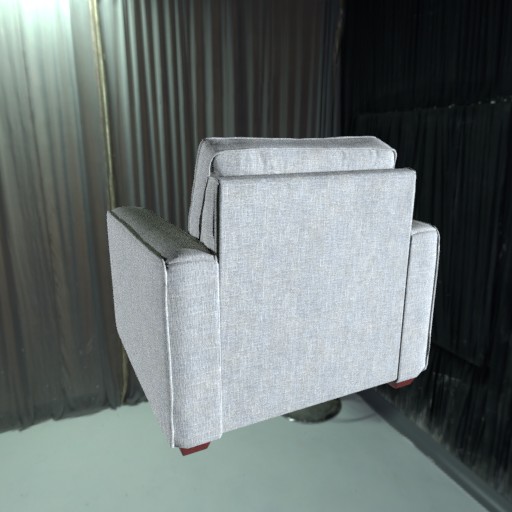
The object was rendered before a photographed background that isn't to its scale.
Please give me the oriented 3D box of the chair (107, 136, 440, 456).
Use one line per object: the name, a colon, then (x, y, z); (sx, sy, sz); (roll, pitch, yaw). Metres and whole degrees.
chair: (0.000, 0.000, 1.750); (1.016, 0.914, 0.940); (-7, 17, -25)
